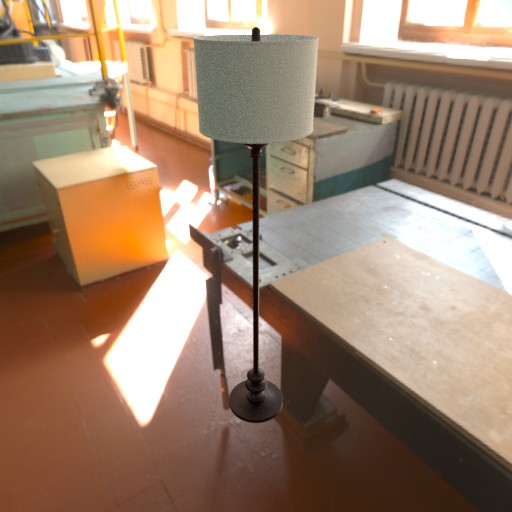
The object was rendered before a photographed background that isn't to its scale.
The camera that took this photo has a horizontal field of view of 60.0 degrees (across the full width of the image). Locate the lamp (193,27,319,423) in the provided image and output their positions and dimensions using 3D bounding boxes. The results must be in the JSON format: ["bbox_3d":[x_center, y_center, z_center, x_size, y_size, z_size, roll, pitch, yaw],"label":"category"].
[{"bbox_3d":[0.000,0.000,1.619,0.356,1.487,0.356,0,29,0],"label":"lamp"}]
